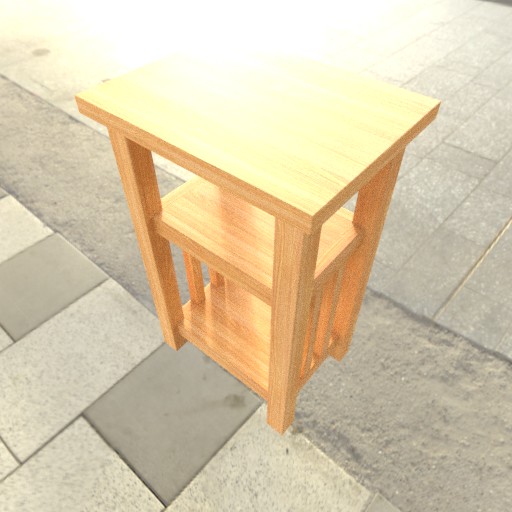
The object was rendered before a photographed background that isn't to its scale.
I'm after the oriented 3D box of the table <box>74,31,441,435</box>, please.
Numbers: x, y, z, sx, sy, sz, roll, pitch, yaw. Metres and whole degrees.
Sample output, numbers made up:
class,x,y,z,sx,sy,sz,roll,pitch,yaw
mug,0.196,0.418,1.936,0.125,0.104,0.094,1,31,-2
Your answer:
class,x,y,z,sx,sy,sz,roll,pitch,yaw
table,0.000,0.000,0.731,0.350,0.550,0.270,31,54,26
